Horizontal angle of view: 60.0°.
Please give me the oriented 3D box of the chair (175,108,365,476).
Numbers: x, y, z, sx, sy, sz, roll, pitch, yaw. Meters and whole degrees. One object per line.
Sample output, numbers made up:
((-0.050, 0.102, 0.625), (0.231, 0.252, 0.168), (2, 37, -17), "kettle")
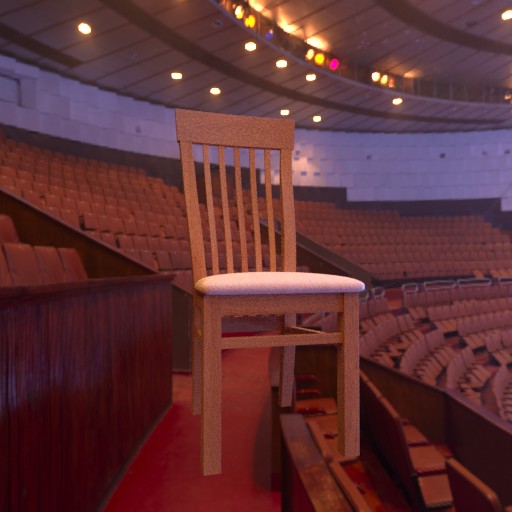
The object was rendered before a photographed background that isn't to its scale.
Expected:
((0.000, 0.000, 1.371), (0.450, 1.050, 0.580), (0, -1, -16), "chair")
